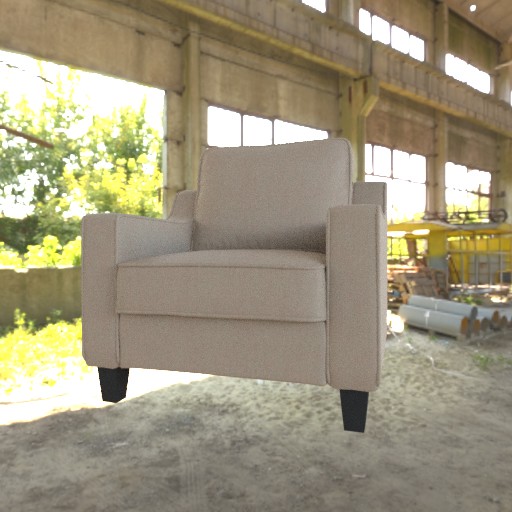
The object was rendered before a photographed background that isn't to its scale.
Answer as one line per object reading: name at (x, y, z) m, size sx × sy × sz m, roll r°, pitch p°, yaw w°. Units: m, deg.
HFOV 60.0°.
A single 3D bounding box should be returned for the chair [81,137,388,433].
chair at (0.000, 0.000, 1.645) m, size 0.922 × 0.948 × 0.882 m, roll 0°, pitch 0°, yaw 18°
